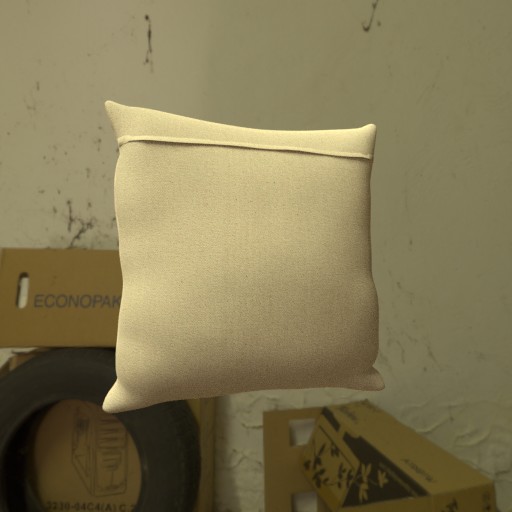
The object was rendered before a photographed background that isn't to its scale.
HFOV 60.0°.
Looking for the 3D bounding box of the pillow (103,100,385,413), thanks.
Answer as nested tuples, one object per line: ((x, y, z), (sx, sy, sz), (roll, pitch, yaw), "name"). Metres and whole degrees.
((0.000, 0.000, 0.675), (0.440, 0.441, 0.182), (0, -1, -18), "pillow")
